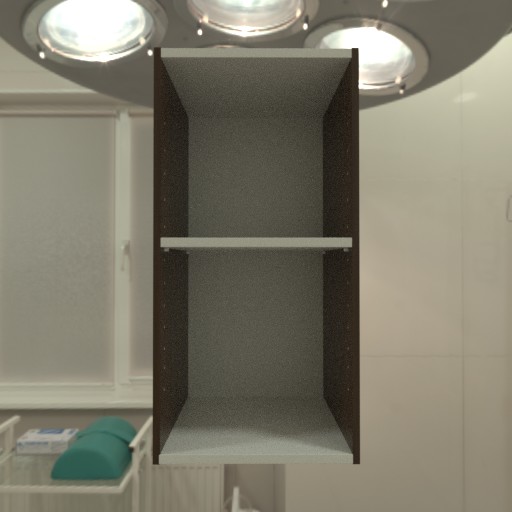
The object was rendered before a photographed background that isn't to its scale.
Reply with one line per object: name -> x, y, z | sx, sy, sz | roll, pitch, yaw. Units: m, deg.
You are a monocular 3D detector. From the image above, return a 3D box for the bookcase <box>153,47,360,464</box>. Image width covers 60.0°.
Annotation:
bookcase -> 0.000, 0.000, 0.782 | 0.300, 0.600, 0.290 | 0, -1, 0
